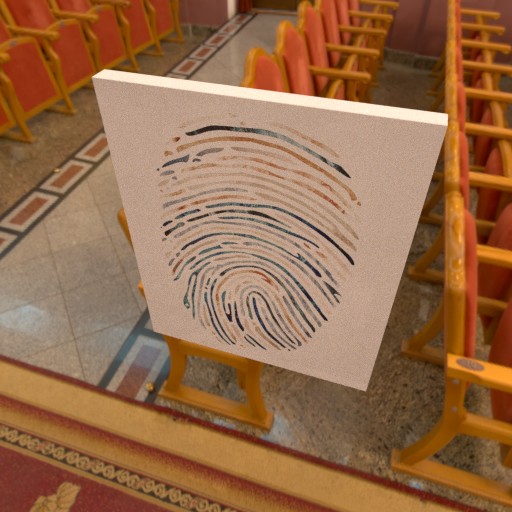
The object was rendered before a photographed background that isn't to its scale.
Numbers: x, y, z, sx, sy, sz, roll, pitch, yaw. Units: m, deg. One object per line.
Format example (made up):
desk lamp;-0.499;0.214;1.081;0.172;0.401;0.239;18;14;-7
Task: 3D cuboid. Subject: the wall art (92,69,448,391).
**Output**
wall art;0.000;0.000;0.819;0.508;0.606;0.037;13;44;14
